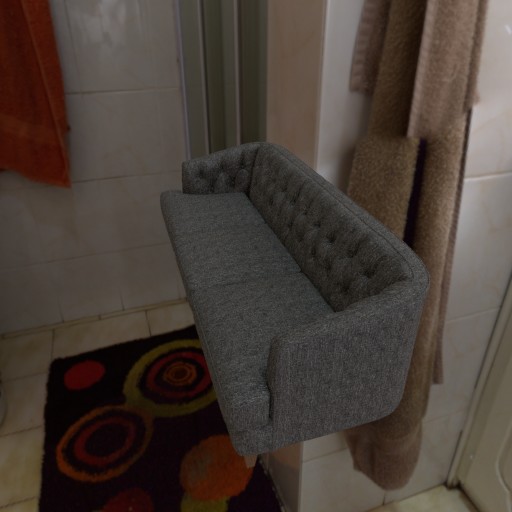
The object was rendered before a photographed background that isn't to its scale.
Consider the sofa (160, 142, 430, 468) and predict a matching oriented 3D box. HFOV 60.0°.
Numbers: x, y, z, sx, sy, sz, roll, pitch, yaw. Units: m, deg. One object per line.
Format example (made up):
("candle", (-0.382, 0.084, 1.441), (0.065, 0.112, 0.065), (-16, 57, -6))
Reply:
("sofa", (0.000, 0.000, 2.717), (0.941, 0.855, 2.278), (-9, 31, -15))
